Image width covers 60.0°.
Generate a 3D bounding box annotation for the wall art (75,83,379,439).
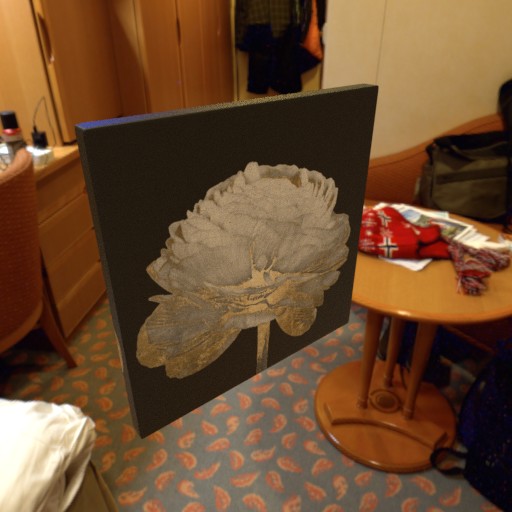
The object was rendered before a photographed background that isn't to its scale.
[{"bbox_3d":[0.000,0.000,0.908,0.610,0.611,0.043,-21,35,-32],"label":"wall art"}]
